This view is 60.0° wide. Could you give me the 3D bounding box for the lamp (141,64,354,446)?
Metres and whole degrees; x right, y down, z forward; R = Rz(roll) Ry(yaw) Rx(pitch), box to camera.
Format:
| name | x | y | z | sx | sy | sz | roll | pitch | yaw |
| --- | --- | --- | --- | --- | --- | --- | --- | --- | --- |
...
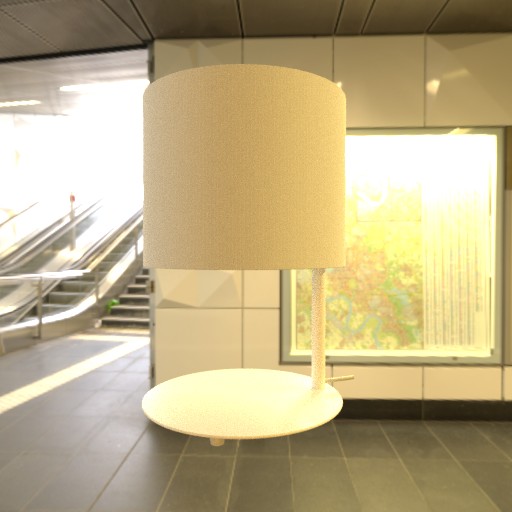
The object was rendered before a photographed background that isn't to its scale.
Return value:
| name | x | y | z | sx | sy | sz | roll | pitch | yaw |
| --- | --- | --- | --- | --- | --- | --- | --- | --- | --- |
| lamp | 0.000 | 0.000 | 0.677 | 0.341 | 0.454 | 0.299 | 0 | 1 | -17 |
